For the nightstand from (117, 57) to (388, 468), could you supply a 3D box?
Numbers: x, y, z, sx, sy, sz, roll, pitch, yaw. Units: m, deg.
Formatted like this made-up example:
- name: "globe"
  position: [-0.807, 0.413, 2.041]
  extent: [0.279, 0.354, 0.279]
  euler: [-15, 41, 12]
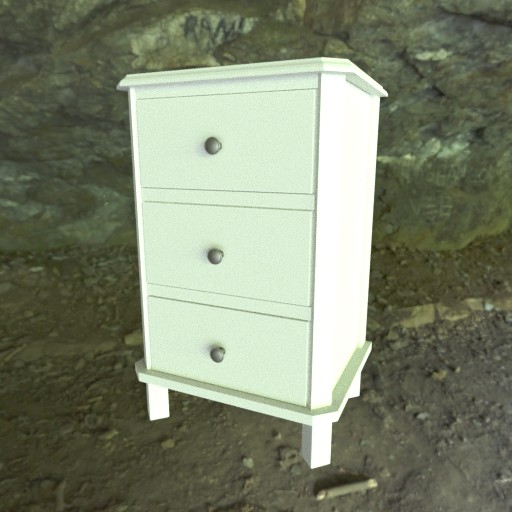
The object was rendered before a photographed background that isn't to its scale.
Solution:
- name: "nightstand"
  position: [0.000, 0.000, 0.917]
  extent: [0.435, 0.681, 0.351]
  euler: [6, 14, 24]
